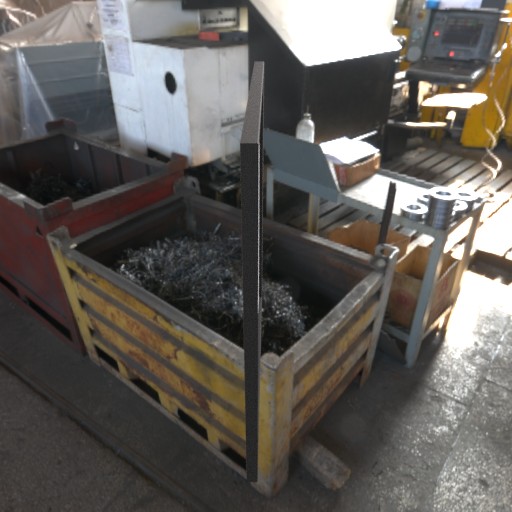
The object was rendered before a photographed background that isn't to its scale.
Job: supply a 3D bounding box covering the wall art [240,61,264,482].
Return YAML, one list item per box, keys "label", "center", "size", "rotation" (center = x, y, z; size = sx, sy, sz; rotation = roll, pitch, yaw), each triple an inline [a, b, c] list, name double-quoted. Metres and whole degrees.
- label: "wall art"
  center: [0.000, 0.000, 1.200]
  size: [0.028, 0.863, 0.755]
  rotation: [1, 32, 1]
